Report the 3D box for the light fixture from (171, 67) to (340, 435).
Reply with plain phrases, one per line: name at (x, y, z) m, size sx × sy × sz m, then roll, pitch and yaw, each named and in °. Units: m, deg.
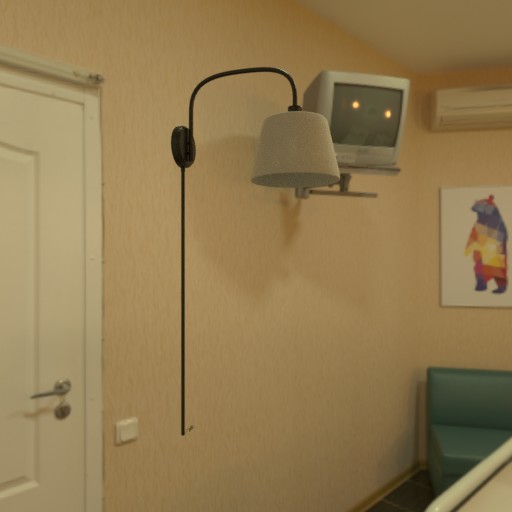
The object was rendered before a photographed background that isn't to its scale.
light fixture at (0.000, 0.000, 0.469) m, size 0.176 × 0.399 × 0.092 m, roll 0°, pitch 0°, yaw 17°
